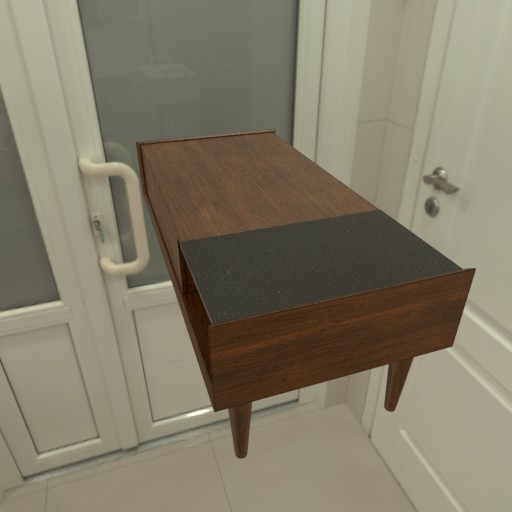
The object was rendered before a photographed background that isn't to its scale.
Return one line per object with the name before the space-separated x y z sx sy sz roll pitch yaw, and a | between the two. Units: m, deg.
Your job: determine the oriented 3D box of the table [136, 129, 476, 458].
table | 0.000 0.000 1.522 0.610 0.508 1.221 -10 32 -16
